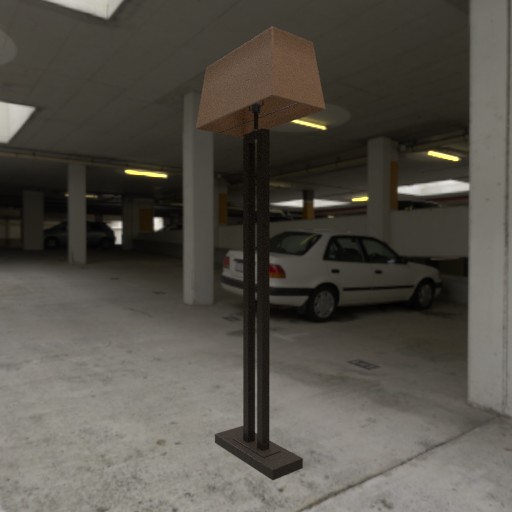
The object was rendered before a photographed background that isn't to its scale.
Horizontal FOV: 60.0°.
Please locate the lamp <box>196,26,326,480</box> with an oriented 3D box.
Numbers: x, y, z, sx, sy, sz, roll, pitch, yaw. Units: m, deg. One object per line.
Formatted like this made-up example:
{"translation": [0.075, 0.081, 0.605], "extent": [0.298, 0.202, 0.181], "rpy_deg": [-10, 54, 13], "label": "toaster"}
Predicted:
{"translation": [0.000, 0.000, 1.626], "extent": [0.233, 1.469, 0.475], "rpy_deg": [-1, 1, -37], "label": "lamp"}
